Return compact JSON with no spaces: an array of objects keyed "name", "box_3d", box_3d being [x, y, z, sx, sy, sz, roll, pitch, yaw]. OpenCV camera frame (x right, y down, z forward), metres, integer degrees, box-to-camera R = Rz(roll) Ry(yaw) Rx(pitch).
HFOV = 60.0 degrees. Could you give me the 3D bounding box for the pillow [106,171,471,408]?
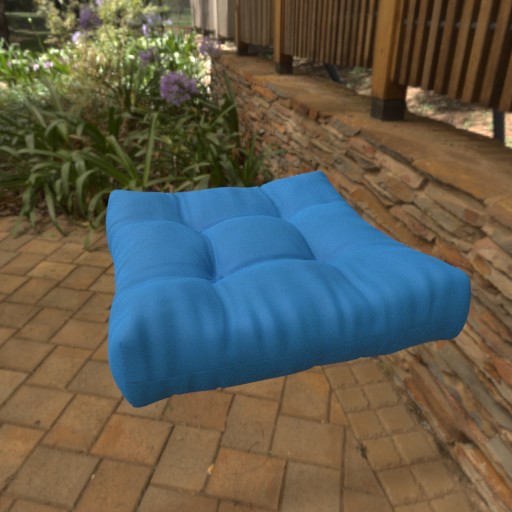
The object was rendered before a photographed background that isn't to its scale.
[{"name":"pillow","box_3d":[0.000,0.000,0.727,0.468,0.128,0.490,-8,29,-15]}]
